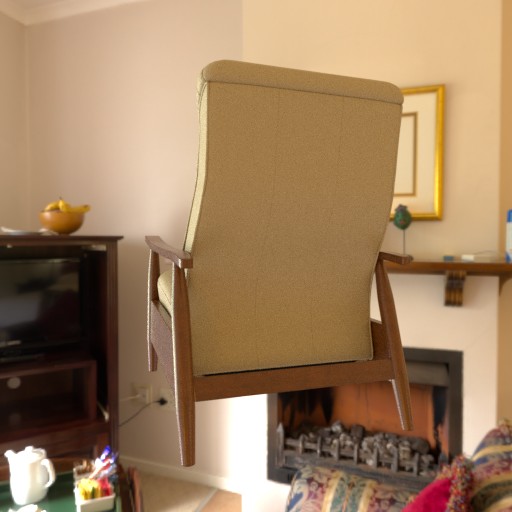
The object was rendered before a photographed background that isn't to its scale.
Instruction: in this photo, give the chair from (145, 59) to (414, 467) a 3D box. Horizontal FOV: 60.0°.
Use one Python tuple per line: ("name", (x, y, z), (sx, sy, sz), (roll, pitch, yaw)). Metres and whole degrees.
("chair", (0.000, 0.000, 1.730), (0.762, 1.082, 1.014), (0, 1, -19))
